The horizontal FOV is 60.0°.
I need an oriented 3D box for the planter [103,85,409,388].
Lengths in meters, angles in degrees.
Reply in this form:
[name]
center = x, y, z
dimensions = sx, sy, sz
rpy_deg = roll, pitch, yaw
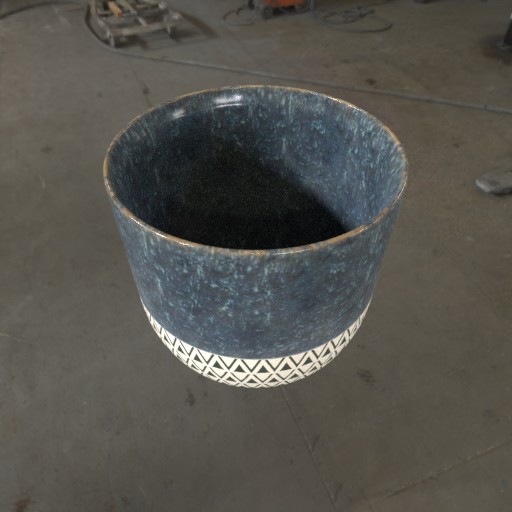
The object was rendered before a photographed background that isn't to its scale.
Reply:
[planter]
center = 0.000, 0.000, 0.490
dimensions = 0.266, 0.270, 0.266
rpy_deg = 0, 45, 0
